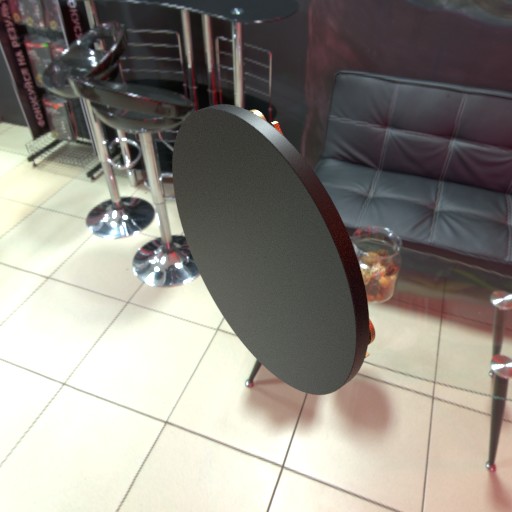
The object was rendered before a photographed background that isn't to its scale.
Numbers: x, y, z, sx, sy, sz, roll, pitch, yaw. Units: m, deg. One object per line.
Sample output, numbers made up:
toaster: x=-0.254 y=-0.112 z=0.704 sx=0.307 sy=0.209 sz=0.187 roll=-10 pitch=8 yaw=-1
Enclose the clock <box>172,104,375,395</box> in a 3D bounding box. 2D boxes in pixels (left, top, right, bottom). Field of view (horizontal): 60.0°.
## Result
clock: x=0.000 y=0.000 z=0.682 sx=0.038 sy=0.454 sz=0.454 roll=-26 pitch=49 yaw=-26
